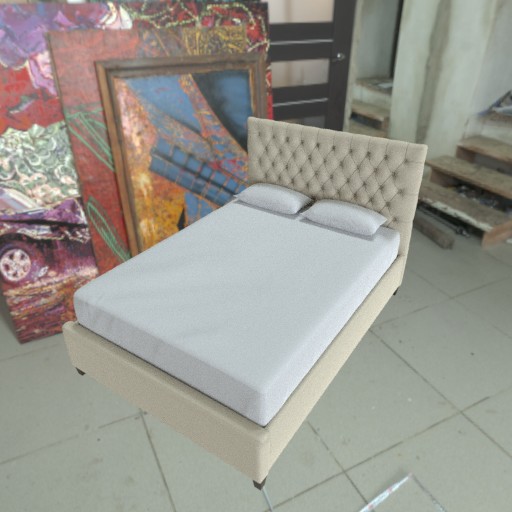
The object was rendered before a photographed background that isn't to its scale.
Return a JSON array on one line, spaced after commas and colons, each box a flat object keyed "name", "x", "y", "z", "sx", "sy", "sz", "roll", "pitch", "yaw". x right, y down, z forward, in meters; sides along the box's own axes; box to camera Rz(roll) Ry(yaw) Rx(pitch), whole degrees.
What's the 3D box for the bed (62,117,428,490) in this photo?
[{"name": "bed", "x": 0.000, "y": 0.000, "z": 3.377, "sx": 1.698, "sy": 1.427, "sz": 2.387, "roll": 19, "pitch": 35, "yaw": 29}]
